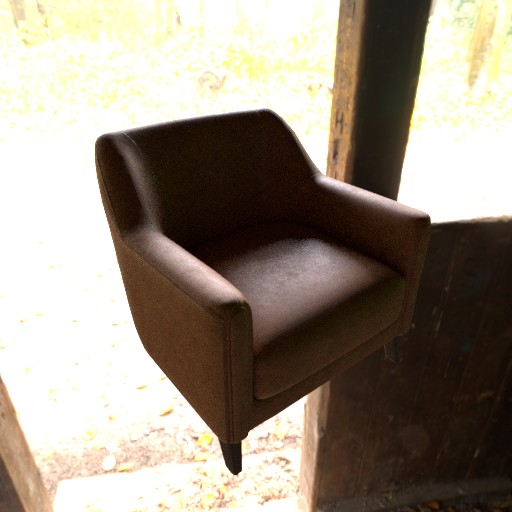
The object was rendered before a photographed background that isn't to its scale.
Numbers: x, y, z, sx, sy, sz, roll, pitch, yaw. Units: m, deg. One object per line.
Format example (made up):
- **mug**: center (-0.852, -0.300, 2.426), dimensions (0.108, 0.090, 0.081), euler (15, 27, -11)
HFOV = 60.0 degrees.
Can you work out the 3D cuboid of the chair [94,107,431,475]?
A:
- **chair**: center (0.000, 0.000, 1.851), dimensions (1.037, 0.980, 1.034), euler (-21, 36, -32)
